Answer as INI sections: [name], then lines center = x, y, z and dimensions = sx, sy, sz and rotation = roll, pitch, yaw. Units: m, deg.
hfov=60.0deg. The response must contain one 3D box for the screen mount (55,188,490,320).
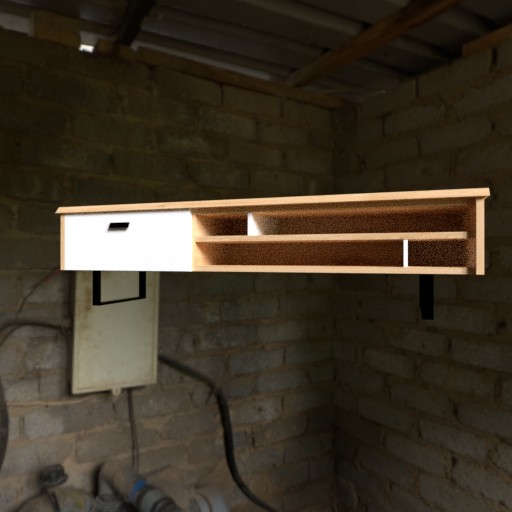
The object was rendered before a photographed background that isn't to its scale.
[screen mount]
center = 0.000, 0.000, 1.873
dimensions = 1.700, 0.430, 0.450
rotation = 0, 0, 19
